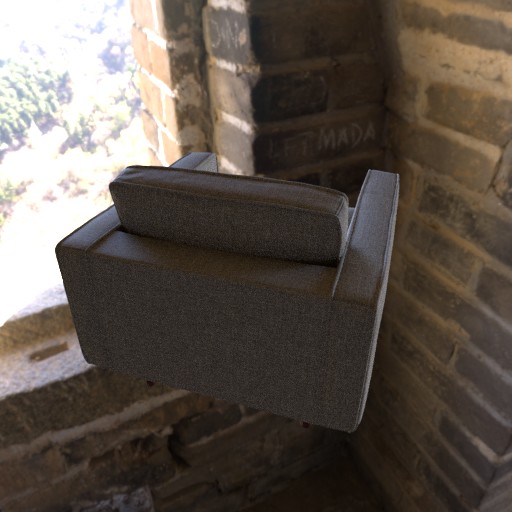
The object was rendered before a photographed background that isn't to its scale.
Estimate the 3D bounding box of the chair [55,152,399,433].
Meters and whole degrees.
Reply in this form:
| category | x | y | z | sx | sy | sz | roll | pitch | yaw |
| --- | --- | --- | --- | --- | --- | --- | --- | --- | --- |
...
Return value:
| category | x | y | z | sx | sy | sz | roll | pitch | yaw |
| --- | --- | --- | --- | --- | --- | --- | --- | --- | --- |
| chair | 0.000 | 0.000 | 1.547 | 0.889 | 0.765 | 0.914 | 10 | 32 | 16 |
